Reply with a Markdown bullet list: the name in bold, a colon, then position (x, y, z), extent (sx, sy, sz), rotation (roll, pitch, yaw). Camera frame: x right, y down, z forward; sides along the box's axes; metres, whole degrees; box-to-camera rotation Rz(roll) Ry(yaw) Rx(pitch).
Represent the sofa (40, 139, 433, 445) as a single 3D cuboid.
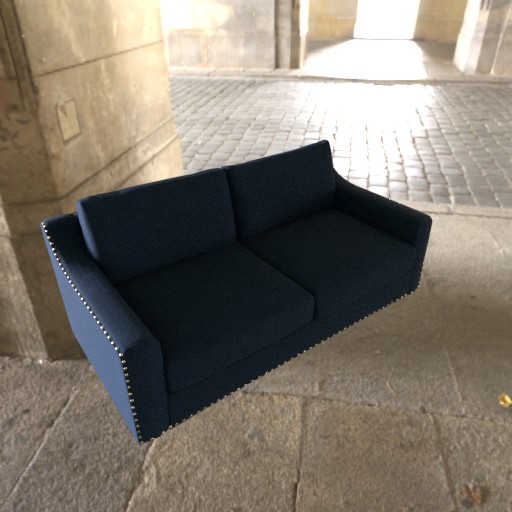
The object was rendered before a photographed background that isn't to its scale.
- **sofa**: position (0.000, 0.000, 2.729), extent (2.107, 0.983, 1.104), rotation (-21, 37, -31)
